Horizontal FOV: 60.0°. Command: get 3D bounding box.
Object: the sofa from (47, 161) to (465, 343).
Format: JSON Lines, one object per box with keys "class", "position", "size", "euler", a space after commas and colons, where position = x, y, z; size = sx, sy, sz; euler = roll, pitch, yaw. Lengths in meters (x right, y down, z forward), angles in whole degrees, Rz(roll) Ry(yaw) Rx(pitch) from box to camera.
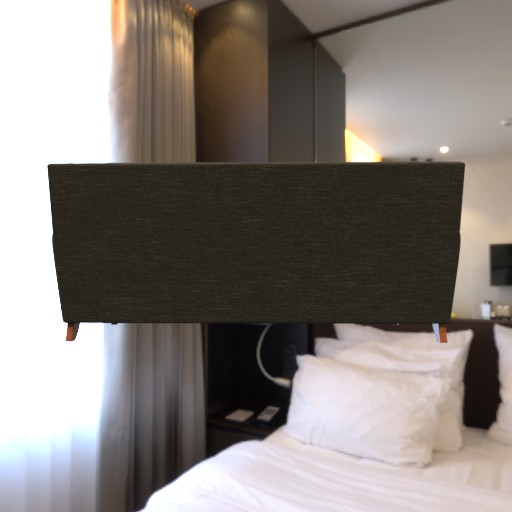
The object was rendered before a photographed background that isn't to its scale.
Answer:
{"class": "sofa", "position": [0.000, 0.000, 2.433], "size": [1.976, 0.846, 0.875], "euler": [0, -2, 1]}
